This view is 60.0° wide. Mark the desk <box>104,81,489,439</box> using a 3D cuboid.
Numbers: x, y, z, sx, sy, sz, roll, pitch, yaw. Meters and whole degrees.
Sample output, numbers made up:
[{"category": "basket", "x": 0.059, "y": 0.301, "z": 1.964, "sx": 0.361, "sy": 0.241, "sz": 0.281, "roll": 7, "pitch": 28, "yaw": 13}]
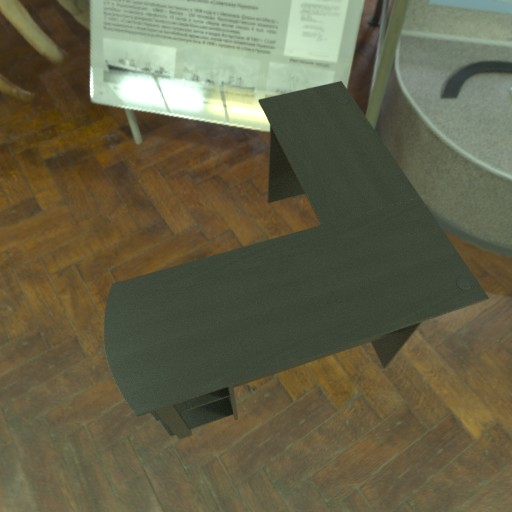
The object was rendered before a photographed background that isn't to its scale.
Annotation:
[{"category": "desk", "x": 0.000, "y": 0.000, "z": 2.133, "sx": 1.361, "sy": 0.716, "sz": 1.303, "roll": -16, "pitch": 60, "yaw": -10}]
